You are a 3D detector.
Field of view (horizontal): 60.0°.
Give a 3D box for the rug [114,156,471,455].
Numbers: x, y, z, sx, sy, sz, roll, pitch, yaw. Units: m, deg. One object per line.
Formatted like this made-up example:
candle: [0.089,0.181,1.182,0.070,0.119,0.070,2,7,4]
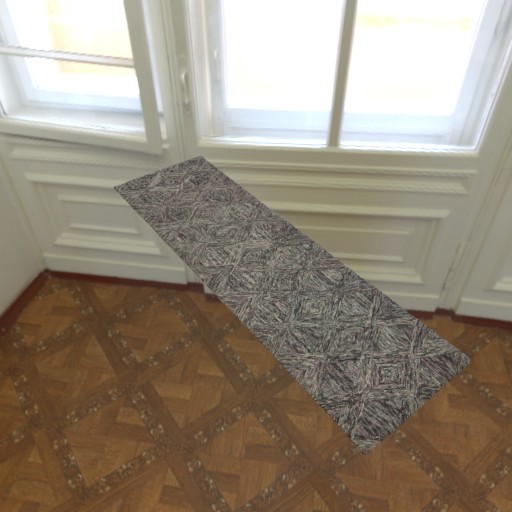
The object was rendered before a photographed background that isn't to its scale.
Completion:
rug: [0.000,0.000,2.516,0.719,0.013,2.305,-27,49,-27]
